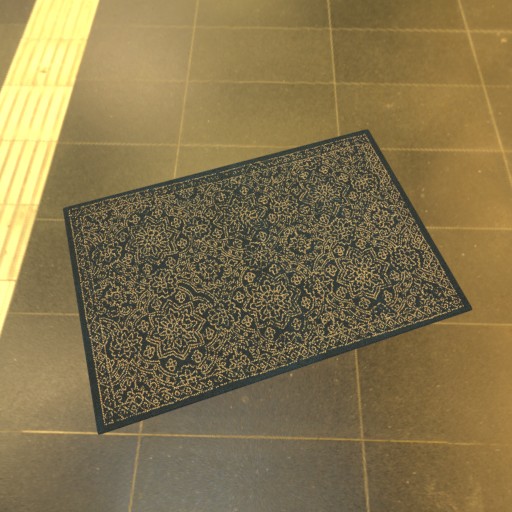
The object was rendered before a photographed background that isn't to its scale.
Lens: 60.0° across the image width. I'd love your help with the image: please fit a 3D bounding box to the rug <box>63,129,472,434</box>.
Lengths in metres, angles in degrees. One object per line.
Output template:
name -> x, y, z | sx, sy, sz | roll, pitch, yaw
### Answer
rug -> 0.000, 0.000, 2.293 | 1.829, 0.010, 1.219 | -16, 64, -8
